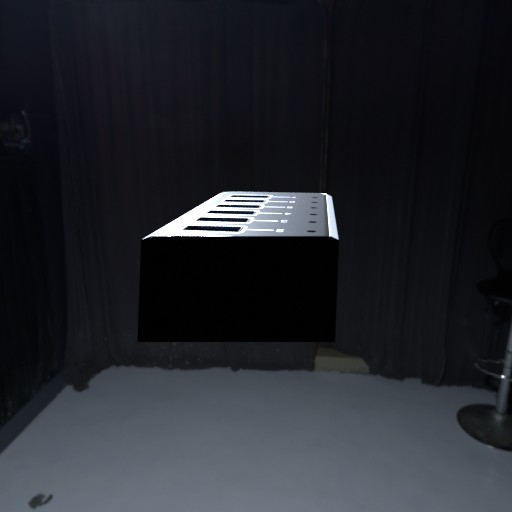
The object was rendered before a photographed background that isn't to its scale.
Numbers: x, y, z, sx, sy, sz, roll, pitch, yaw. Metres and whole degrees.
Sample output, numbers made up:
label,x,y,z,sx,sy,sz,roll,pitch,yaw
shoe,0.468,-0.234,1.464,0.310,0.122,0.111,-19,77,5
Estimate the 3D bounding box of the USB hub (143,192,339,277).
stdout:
label,x,y,z,sx,sy,sz,roll,pitch,yaw
USB hub,0.000,0.000,0.127,0.044,0.023,0.110,2,16,8
